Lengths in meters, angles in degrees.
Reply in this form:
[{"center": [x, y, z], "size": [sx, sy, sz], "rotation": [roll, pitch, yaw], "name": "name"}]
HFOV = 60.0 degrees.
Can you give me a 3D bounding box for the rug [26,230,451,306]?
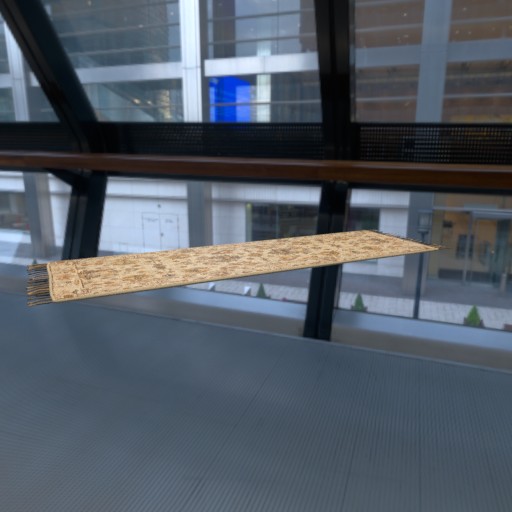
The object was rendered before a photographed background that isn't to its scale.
[{"center": [0.000, 0.000, 2.633], "size": [2.438, 0.021, 0.729], "rotation": [-7, 15, -25], "name": "rug"}]
